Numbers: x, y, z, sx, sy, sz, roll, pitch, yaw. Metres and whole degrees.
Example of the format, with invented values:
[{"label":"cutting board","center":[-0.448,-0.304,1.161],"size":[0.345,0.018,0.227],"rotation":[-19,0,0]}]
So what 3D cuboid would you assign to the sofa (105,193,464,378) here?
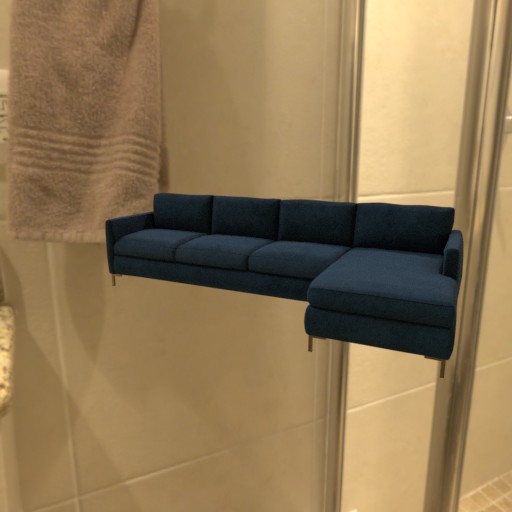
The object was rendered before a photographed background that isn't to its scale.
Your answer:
[{"label":"sofa","center":[0.000,0.000,3.462],"size":[2.932,0.810,1.350],"rotation":[6,14,25]}]
